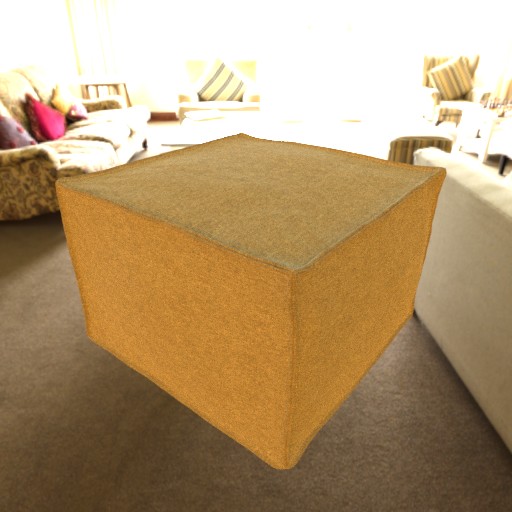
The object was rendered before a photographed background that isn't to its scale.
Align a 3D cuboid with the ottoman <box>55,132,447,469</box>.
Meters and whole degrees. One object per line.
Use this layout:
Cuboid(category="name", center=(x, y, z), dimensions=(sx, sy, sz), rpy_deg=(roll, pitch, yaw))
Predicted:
Cuboid(category="ottoman", center=(0.000, 0.000, 1.152), dimensions=(0.707, 0.470, 0.696), rpy_deg=(21, 35, 33))
